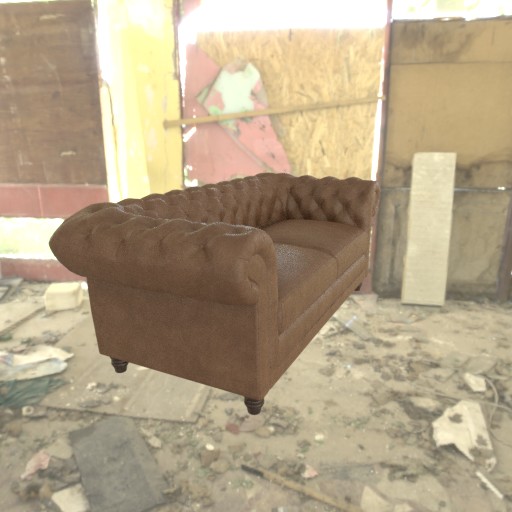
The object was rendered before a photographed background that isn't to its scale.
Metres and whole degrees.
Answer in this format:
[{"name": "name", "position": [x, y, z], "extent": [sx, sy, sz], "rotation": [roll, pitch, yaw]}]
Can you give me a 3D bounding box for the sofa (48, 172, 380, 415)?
[{"name": "sofa", "position": [0.000, 0.000, 2.494], "extent": [0.955, 0.784, 2.048], "rotation": [8, 17, 26]}]
